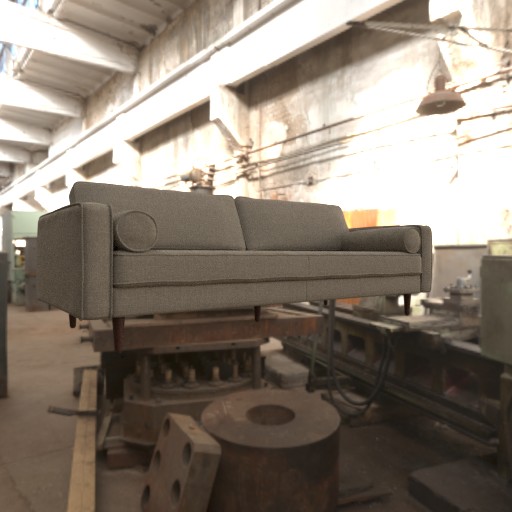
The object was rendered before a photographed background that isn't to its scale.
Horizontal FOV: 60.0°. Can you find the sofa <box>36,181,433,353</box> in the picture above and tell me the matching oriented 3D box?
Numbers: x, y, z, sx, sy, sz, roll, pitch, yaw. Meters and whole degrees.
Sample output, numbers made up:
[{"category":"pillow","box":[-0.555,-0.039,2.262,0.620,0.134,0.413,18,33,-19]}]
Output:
[{"category":"sofa","box":[0.000,0.000,2.586,2.211,0.762,0.914,0,0,-36]}]
